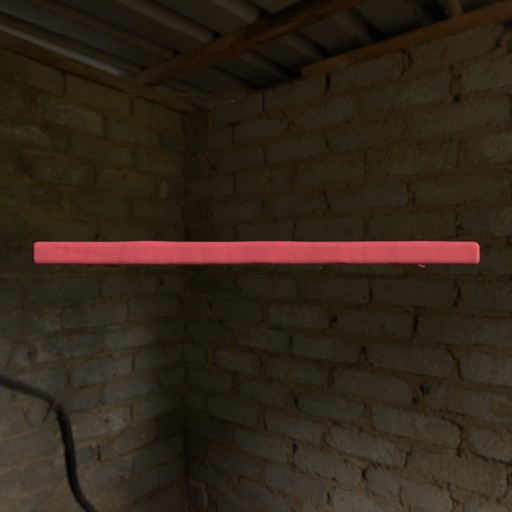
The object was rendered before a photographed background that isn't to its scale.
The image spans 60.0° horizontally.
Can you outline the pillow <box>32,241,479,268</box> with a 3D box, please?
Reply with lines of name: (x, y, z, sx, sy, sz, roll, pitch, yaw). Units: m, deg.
pillow: (0.000, 0.000, 1.364, 1.187, 0.081, 0.492, 0, -1, 0)
